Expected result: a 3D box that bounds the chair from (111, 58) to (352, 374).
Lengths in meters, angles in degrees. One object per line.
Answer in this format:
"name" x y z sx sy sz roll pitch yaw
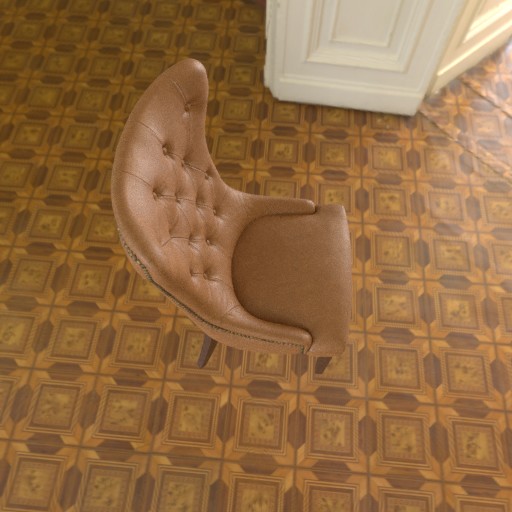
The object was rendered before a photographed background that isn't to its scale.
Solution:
"chair" 0.000 0.000 1.467 0.669 1.065 0.611 4 63 2
